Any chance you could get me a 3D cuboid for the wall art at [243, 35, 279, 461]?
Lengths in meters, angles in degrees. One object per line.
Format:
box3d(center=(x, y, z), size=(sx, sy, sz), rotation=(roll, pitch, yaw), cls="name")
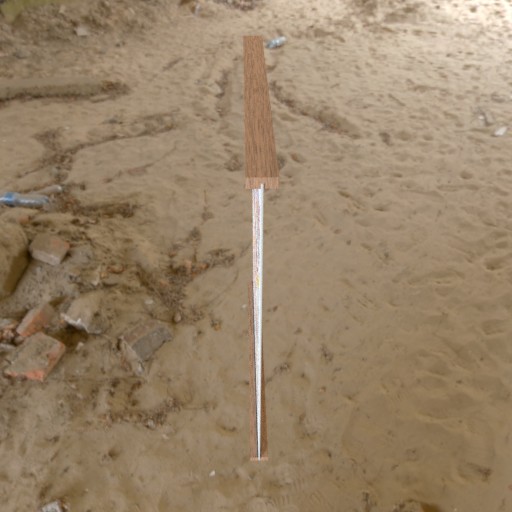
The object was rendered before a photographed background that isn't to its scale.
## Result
box3d(center=(0.000, 0.000, 0.689), size=(0.028, 0.527, 0.403), rotation=(-1, 42, -1), cls="wall art")
